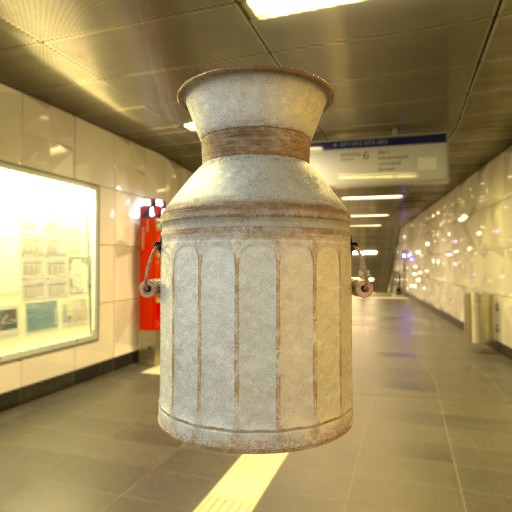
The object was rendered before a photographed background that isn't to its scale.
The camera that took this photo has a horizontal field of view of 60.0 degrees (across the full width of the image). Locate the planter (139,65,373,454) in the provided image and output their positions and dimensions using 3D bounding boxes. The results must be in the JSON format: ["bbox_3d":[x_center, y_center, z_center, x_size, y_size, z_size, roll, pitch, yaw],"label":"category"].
[{"bbox_3d":[0.000,0.000,0.501,0.248,0.358,0.215,0,-1,-1],"label":"planter"}]
